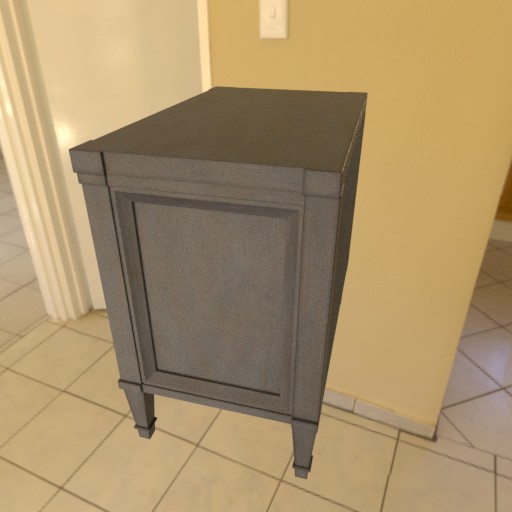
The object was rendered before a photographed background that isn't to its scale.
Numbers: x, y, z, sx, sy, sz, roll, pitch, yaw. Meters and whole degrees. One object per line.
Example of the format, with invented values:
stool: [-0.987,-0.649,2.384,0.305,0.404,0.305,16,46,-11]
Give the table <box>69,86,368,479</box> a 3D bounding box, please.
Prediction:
table: [0.000,0.000,1.059,0.413,0.660,0.660,8,30,13]
